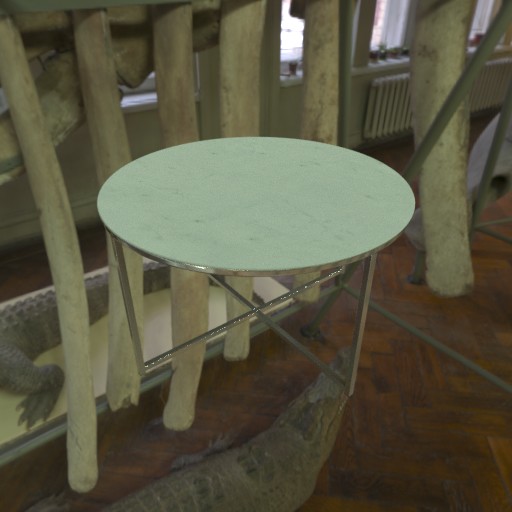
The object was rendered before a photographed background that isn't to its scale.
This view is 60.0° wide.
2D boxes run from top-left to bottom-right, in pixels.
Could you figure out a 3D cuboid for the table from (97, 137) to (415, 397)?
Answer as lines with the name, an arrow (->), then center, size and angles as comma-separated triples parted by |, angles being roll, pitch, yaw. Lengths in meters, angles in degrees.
table -> 0.000, 0.000, 1.284 | 0.800, 0.450, 0.800 | 0, 32, 0
